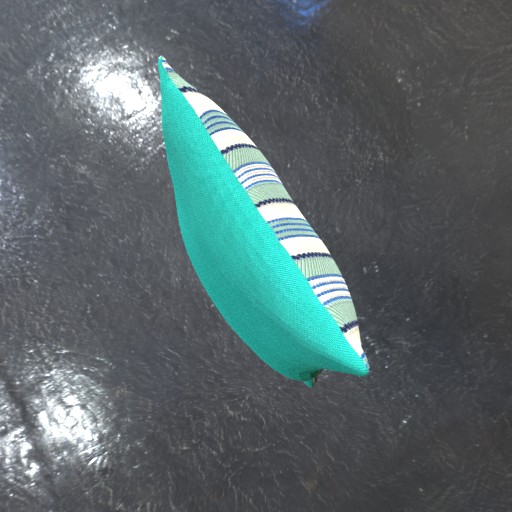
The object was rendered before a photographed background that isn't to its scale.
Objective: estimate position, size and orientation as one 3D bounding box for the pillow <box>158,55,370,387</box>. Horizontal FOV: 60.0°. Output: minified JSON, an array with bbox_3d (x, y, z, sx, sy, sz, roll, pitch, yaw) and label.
[{"bbox_3d":[0.000,0.000,0.678,0.182,0.441,0.440,-30,76,-8],"label":"pillow"}]
